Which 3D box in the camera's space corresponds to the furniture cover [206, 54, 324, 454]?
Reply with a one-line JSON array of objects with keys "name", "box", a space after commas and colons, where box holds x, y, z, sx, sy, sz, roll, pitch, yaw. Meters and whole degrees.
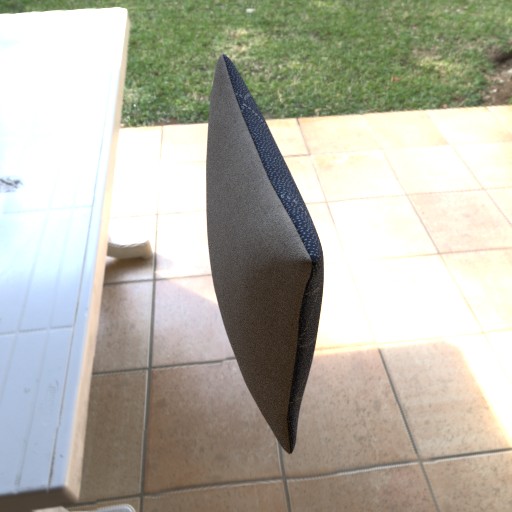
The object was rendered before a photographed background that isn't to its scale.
[{"name": "furniture cover", "box": [0.000, 0.000, 0.774, 0.162, 0.503, 0.511, -9, 47, -9]}]
